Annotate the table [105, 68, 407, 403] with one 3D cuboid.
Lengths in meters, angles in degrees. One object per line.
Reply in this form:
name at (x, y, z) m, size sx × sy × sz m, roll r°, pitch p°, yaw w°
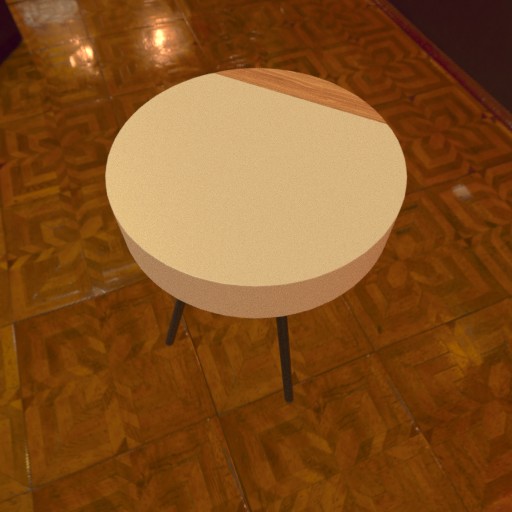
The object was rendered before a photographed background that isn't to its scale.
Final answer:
table at (0.000, 0.000, 0.866) m, size 0.450 × 0.525 × 0.450 m, roll 0°, pitch 56°, yaw 0°
